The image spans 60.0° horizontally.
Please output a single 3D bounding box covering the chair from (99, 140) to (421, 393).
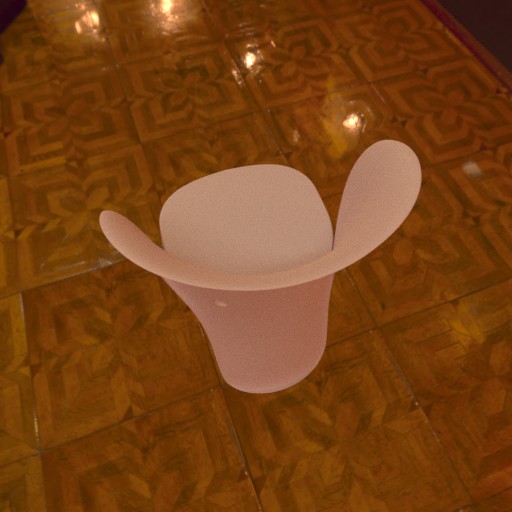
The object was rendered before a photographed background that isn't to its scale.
[{"bbox_3d":[0.000,0.000,0.840,0.451,0.554,0.402,-16,61,-9],"label":"chair"}]
